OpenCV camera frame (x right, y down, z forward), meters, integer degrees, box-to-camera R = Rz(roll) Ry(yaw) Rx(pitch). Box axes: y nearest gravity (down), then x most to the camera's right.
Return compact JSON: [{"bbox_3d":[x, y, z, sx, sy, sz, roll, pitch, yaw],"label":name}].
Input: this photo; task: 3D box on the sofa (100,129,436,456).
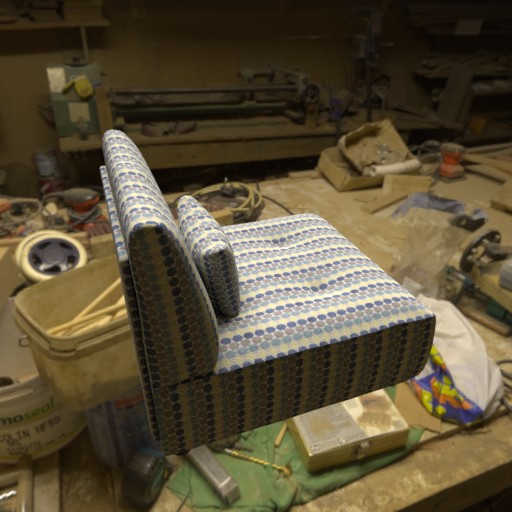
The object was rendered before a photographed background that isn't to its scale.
[{"bbox_3d":[0.000,0.000,1.693,1.000,0.830,0.930,-11,32,-18],"label":"sofa"}]
